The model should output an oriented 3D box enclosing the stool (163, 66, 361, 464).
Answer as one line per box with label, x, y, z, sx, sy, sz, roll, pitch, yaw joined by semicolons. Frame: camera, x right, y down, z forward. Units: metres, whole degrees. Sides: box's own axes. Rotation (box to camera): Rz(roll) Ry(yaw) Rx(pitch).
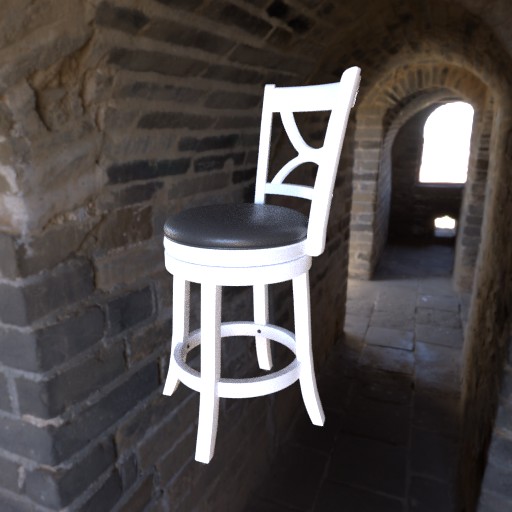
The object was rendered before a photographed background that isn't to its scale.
stool;0.000;0.000;1.247;0.508;0.953;0.444;-7;17;-25
